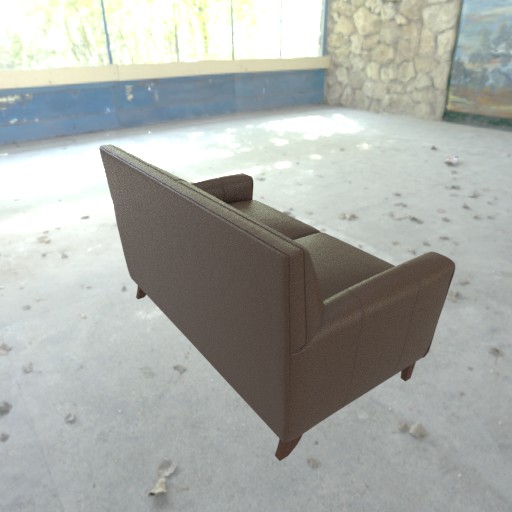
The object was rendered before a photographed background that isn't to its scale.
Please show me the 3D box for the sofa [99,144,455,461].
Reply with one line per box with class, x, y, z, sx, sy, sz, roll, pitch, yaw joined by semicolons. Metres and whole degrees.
sofa;0.000;0.000;2.039;0.853;0.859;1.468;-18;32;-31
